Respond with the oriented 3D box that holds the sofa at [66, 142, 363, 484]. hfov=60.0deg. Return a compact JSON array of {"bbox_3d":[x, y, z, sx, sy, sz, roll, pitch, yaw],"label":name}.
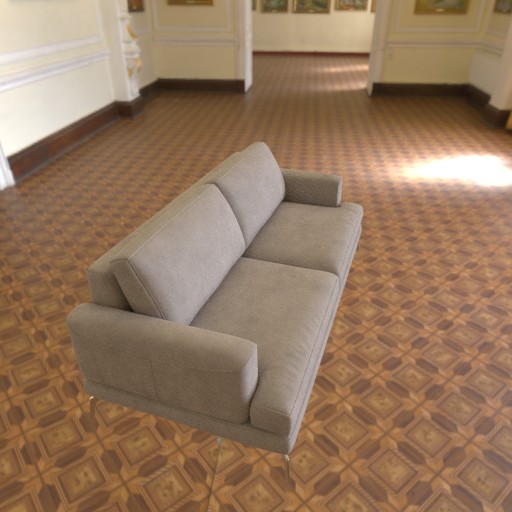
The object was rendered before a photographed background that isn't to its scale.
[{"bbox_3d":[0.000,0.000,2.512,0.980,0.830,2.013,10,32,17],"label":"sofa"}]
